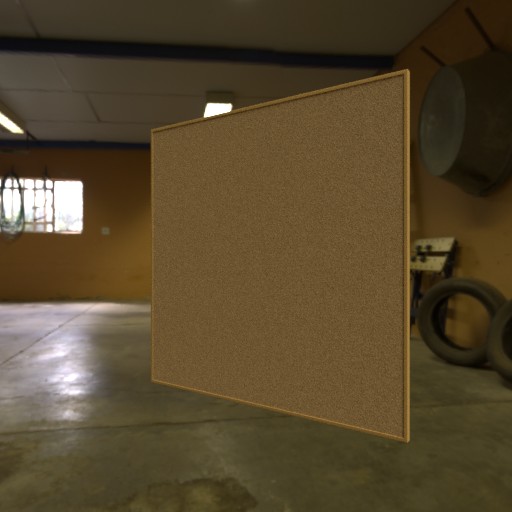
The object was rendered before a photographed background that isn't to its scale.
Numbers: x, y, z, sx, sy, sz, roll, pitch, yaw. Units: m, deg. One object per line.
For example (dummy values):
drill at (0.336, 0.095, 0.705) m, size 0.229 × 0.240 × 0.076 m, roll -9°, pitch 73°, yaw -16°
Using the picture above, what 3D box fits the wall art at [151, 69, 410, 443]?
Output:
wall art at (0.000, 0.000, 0.970) m, size 0.657 × 0.655 × 0.014 m, roll 0°, pitch 0°, yaw 35°
